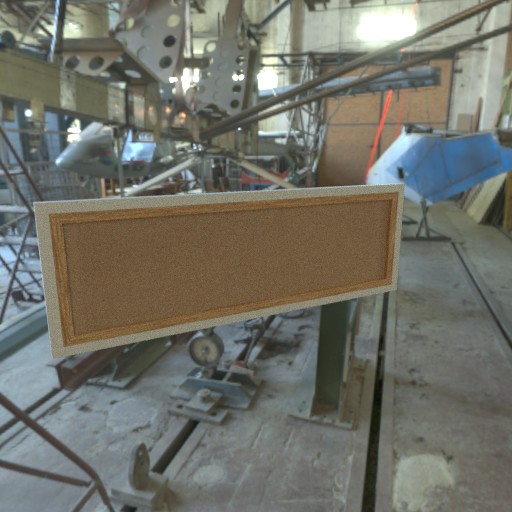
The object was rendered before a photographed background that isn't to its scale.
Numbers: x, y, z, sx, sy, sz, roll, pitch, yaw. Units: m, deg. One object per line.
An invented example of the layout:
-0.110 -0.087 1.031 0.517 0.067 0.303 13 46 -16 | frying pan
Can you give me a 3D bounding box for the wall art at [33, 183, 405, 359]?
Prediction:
0.000 0.000 1.744 1.520 0.507 0.039 -7 16 -27 | wall art
